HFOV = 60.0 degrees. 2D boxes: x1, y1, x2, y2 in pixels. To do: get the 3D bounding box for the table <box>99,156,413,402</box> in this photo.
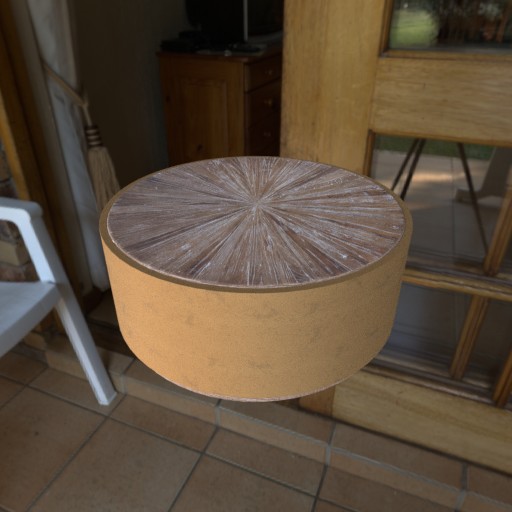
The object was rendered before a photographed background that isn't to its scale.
[{"bbox_3d":[0.000,0.000,1.579,1.001,0.409,1.001,0,31,0],"label":"table"}]
